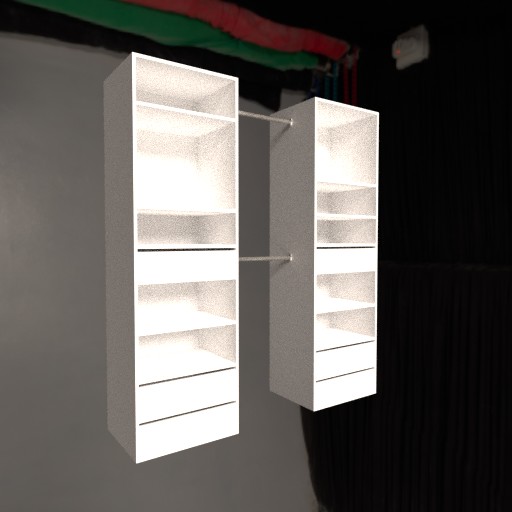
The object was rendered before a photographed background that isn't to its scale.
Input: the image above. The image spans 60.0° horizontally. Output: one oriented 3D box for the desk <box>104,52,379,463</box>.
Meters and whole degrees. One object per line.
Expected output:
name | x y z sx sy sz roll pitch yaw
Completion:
desk | 0.000 0.000 2.854 1.770 2.000 0.480 -1 2 -35
